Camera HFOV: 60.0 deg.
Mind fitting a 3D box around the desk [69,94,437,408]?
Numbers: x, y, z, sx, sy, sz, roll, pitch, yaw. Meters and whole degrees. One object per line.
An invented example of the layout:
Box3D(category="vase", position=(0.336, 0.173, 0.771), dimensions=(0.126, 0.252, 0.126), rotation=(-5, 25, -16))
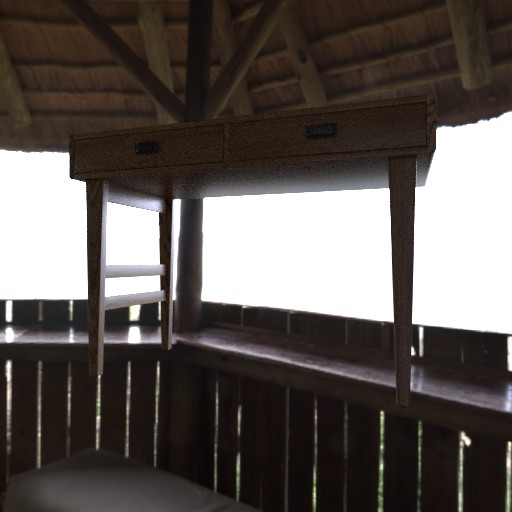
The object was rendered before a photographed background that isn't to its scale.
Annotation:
Box3D(category="desk", position=(0.000, 0.000, 1.447), dimensions=(1.067, 0.755, 0.508), rotation=(0, -1, 19))
